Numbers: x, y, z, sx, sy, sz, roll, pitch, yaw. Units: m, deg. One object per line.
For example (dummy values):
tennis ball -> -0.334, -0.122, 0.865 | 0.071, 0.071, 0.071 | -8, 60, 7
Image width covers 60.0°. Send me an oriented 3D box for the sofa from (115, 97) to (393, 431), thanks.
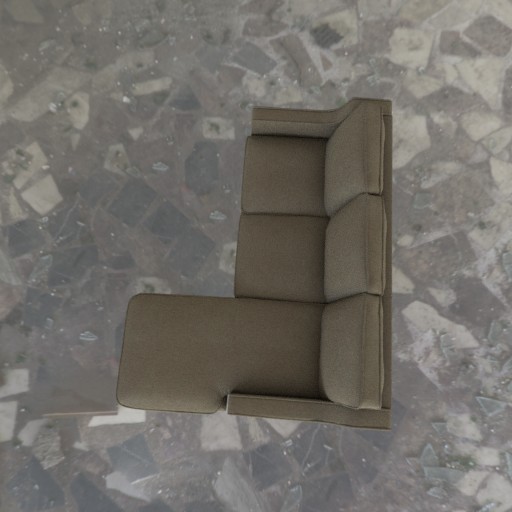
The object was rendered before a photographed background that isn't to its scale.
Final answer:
sofa -> 0.000, 0.000, 3.324 | 1.858, 1.081, 2.317 | 4, 76, 1
